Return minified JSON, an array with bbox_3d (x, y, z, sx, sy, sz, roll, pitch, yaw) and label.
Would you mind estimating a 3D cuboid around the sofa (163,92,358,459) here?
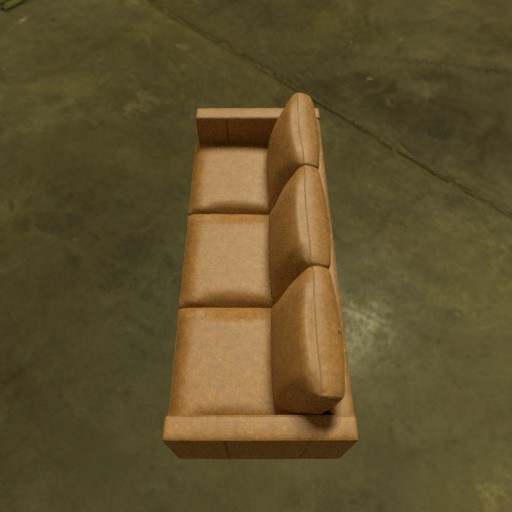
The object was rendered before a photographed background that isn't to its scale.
[{"bbox_3d":[0.000,0.000,2.745,0.903,0.930,2.231,0,57,0],"label":"sofa"}]
